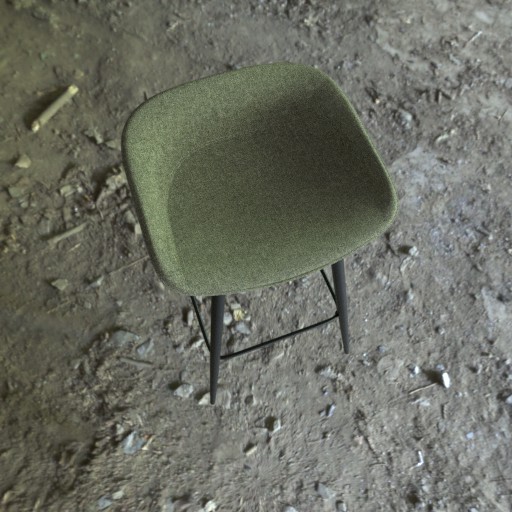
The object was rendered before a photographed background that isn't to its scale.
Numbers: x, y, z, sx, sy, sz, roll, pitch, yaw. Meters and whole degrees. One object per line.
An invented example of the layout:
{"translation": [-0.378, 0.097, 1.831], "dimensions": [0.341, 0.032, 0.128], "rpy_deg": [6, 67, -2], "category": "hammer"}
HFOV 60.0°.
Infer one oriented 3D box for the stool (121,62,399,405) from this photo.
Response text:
{"translation": [0.000, 0.000, 1.130], "dimensions": [0.469, 0.814, 0.480], "rpy_deg": [-18, 64, -9], "category": "stool"}
